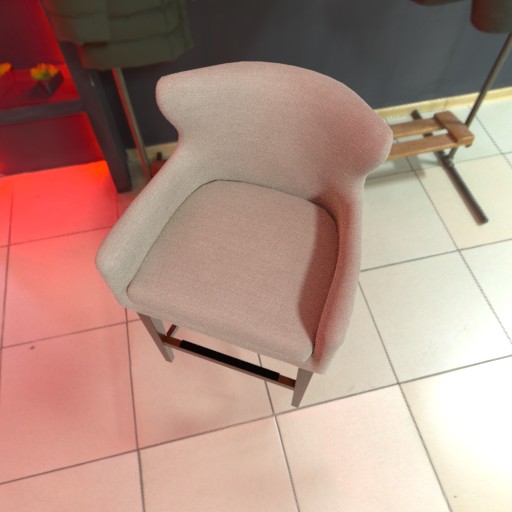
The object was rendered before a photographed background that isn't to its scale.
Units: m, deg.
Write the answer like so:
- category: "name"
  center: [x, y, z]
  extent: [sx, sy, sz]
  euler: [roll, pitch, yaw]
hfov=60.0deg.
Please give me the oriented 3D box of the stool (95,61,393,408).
- category: "stool"
  center: [0.000, 0.000, 1.388]
  extent: [0.615, 0.987, 0.637]
  euler: [17, 60, 10]
